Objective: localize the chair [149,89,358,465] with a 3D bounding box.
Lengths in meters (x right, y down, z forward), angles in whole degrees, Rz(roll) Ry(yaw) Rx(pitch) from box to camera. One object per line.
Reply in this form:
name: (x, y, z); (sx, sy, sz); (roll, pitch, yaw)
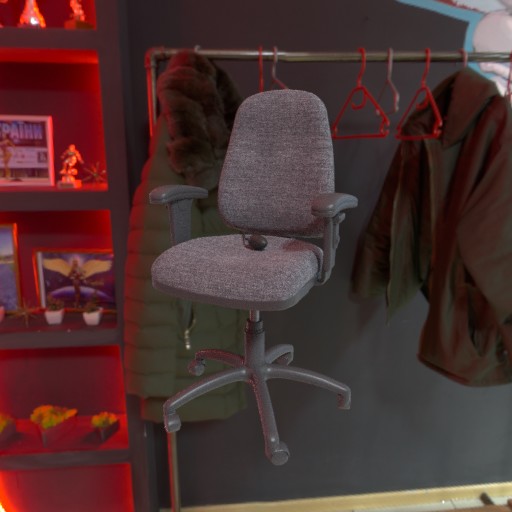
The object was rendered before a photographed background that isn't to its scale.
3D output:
chair: (0.000, 0.000, 1.246); (0.550, 0.910, 0.530); (7, 16, 26)
